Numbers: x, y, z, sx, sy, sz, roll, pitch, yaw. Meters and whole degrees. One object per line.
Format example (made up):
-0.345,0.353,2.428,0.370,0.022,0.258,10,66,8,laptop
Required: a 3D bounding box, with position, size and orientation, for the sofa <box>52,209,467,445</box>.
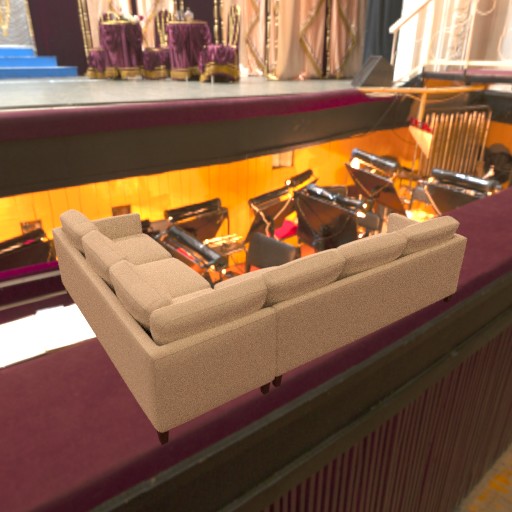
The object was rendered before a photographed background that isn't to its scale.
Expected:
0.000,0.000,4.476,3.302,0.947,2.593,-16,29,-31,sofa
